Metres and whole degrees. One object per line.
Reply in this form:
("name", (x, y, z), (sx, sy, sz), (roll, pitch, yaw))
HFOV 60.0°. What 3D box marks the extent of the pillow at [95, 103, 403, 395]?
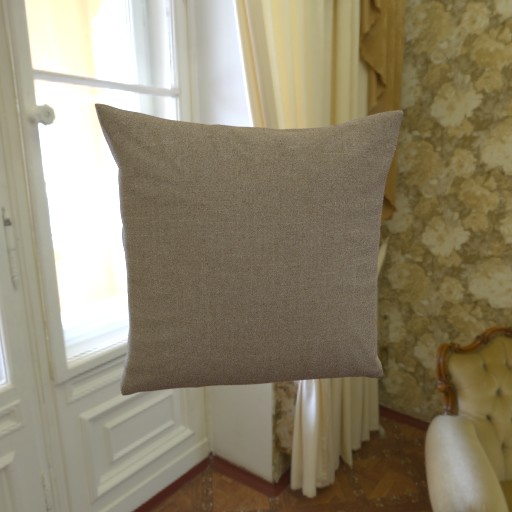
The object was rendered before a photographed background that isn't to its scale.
("pillow", (0.000, 0.000, 0.791), (0.513, 0.511, 0.158), (-2, 14, -8))
